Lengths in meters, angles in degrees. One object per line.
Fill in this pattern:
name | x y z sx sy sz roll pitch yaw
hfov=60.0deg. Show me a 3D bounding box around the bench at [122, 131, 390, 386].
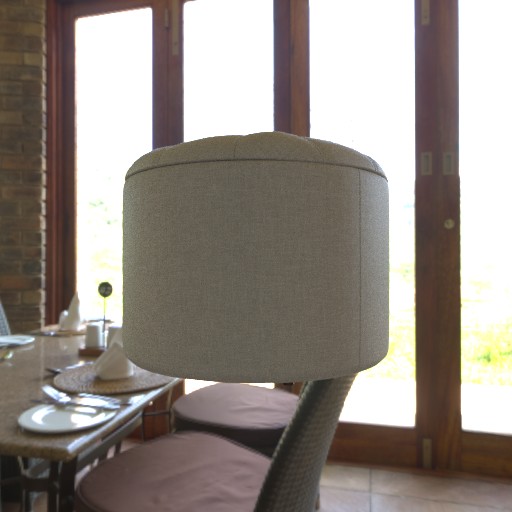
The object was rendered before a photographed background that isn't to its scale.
bench | 0.000 0.000 1.038 0.600 0.453 0.600 0 -1 0
